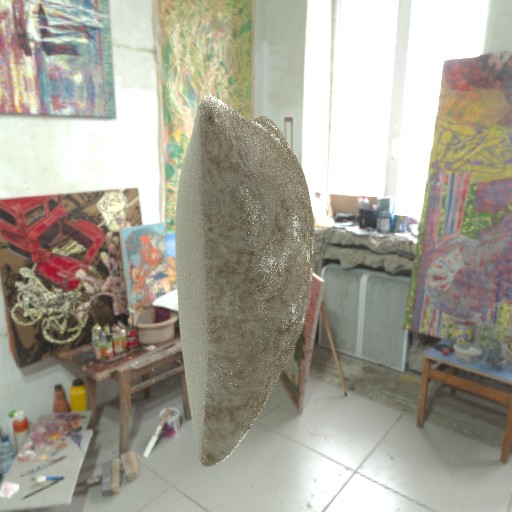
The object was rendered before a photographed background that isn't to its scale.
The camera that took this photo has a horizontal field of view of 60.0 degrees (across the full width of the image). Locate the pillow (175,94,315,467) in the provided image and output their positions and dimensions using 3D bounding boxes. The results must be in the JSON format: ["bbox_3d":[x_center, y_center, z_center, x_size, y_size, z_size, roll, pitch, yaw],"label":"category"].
[{"bbox_3d":[0.000,0.000,0.821,0.216,0.525,0.538,3,15,9],"label":"pillow"}]
